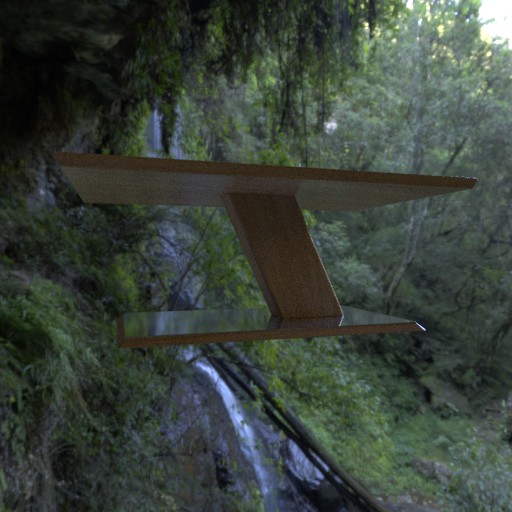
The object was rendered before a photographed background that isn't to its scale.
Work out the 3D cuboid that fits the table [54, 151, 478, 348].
[{"bbox_3d":[0.000,0.000,1.421,1.100,0.441,0.692,0,0,-17],"label":"table"}]
